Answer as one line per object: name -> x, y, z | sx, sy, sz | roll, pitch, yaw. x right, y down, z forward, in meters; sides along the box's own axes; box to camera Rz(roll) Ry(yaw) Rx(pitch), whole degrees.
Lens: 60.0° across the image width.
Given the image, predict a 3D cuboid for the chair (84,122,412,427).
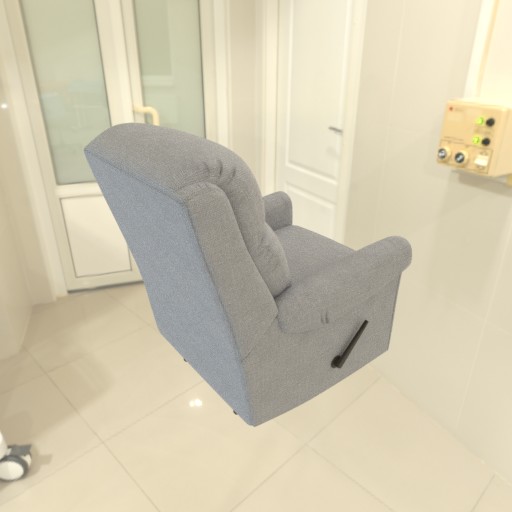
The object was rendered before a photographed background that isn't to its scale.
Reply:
chair -> 0.000, 0.000, 1.791 | 1.014, 1.054, 0.838 | -19, 32, -33
